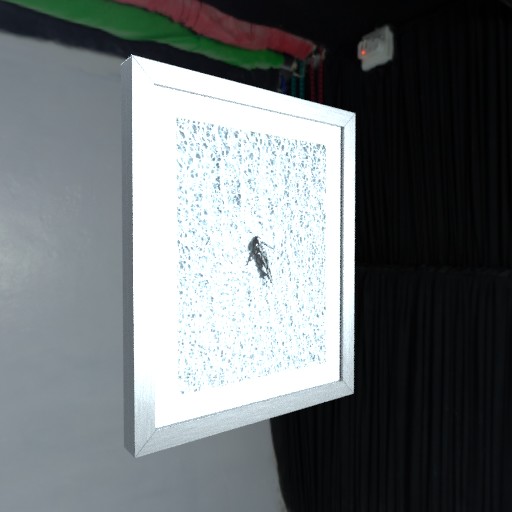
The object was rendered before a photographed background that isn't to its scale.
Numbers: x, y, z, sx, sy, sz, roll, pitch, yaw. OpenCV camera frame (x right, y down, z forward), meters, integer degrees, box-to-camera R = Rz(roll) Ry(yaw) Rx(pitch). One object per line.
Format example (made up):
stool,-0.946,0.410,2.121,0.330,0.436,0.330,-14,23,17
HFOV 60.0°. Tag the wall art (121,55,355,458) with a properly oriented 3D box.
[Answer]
wall art,0.000,0.000,0.519,0.308,0.379,0.030,-1,2,-36
